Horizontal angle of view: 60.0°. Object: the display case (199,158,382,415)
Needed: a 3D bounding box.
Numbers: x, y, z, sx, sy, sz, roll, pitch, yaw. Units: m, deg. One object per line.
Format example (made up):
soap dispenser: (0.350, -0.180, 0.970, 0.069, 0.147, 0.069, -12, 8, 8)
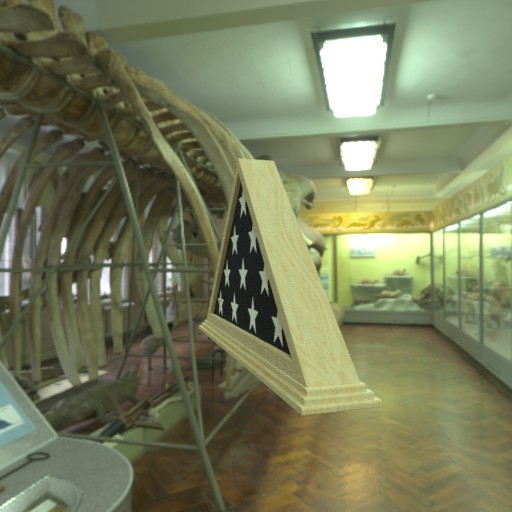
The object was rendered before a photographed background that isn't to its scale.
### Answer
display case: (0.000, 0.000, 0.780, 0.095, 0.340, 0.640, 0, -1, -17)
